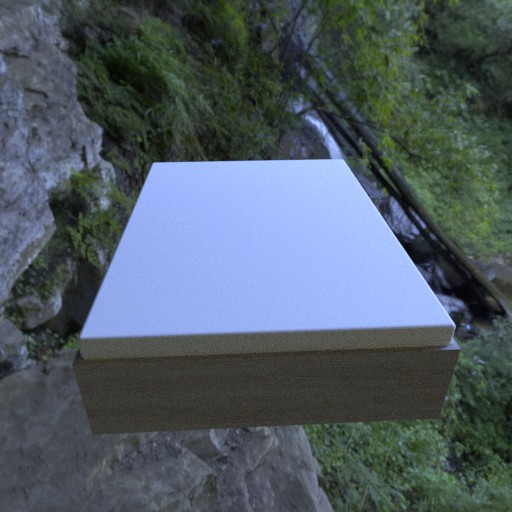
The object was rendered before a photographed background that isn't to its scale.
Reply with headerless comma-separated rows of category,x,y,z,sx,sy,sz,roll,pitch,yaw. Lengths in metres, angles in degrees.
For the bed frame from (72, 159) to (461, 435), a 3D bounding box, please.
bed frame,0.000,0.000,2.554,1.448,0.490,1.944,-2,31,-3
